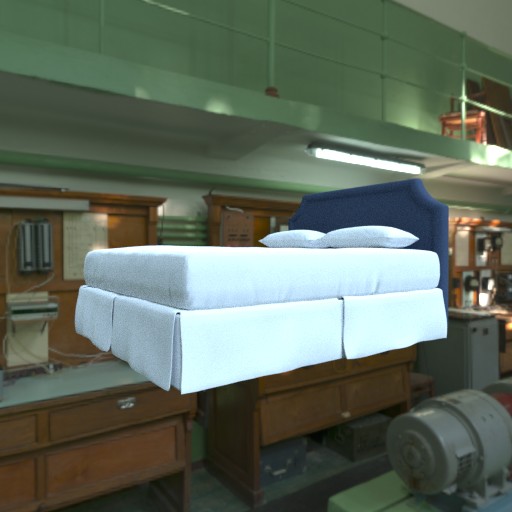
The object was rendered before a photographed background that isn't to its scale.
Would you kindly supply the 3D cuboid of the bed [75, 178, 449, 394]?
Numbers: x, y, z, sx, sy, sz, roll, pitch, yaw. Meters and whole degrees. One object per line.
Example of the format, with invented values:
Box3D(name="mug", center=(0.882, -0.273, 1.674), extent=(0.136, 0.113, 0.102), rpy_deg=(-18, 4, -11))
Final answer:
Box3D(name="bed", center=(0.000, 0.000, 4.133), extent=(2.773, 1.488, 2.350), rpy_deg=(-1, 1, -35))
